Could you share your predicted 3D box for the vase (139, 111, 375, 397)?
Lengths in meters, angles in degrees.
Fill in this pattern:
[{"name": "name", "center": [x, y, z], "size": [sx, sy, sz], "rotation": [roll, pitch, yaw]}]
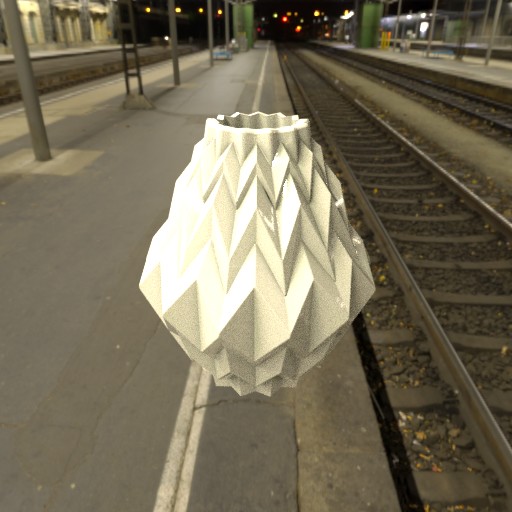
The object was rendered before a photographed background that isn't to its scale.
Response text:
[{"name": "vase", "center": [0.000, 0.000, 0.311], "size": [0.164, 0.185, 0.164], "rotation": [0, 27, 0]}]
